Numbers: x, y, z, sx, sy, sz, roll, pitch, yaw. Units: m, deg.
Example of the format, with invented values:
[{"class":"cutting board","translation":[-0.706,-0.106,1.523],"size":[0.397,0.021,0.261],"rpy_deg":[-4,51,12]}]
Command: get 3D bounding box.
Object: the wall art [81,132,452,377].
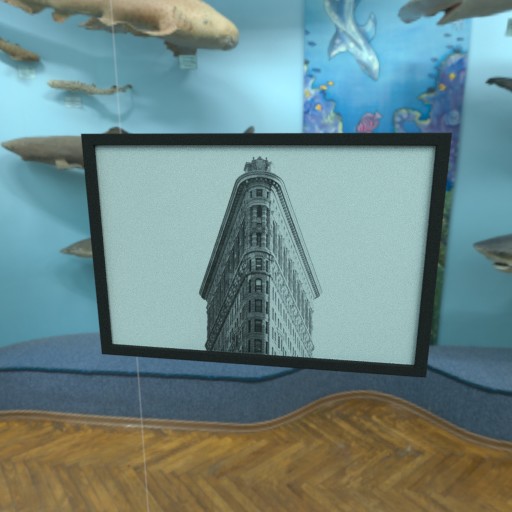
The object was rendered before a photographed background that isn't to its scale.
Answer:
[{"class":"wall art","translation":[0.000,0.000,1.229],"size":[0.958,0.656,0.026],"rpy_deg":[2,15,8]}]
